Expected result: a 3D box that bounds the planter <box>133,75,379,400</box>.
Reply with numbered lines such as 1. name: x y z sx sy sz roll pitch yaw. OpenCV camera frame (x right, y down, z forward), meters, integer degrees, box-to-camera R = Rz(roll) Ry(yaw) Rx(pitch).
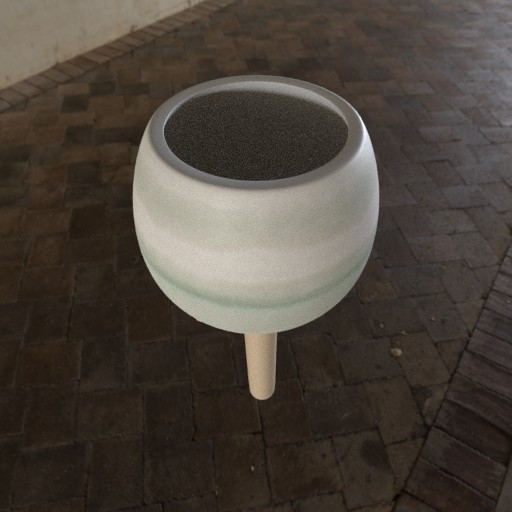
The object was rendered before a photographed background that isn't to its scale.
1. planter: 0.000 0.000 0.336 0.161 0.224 0.161 0 47 0
